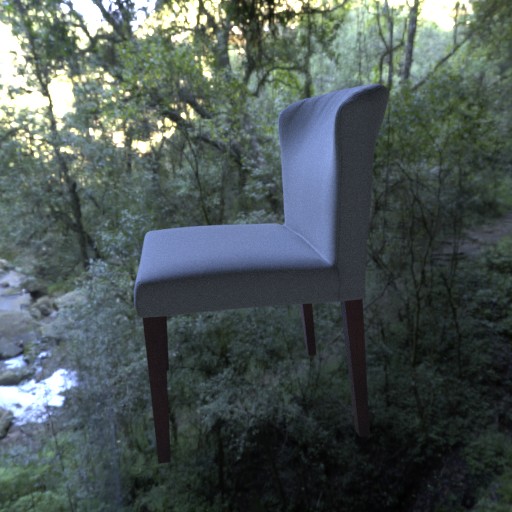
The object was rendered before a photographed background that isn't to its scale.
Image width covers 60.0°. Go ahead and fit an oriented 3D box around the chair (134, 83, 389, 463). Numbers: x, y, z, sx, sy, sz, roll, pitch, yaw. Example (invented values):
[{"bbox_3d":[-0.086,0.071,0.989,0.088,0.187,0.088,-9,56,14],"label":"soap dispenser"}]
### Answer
[{"bbox_3d":[0.000,0.000,1.152,0.592,0.839,0.491,-3,17,-11],"label":"chair"}]
